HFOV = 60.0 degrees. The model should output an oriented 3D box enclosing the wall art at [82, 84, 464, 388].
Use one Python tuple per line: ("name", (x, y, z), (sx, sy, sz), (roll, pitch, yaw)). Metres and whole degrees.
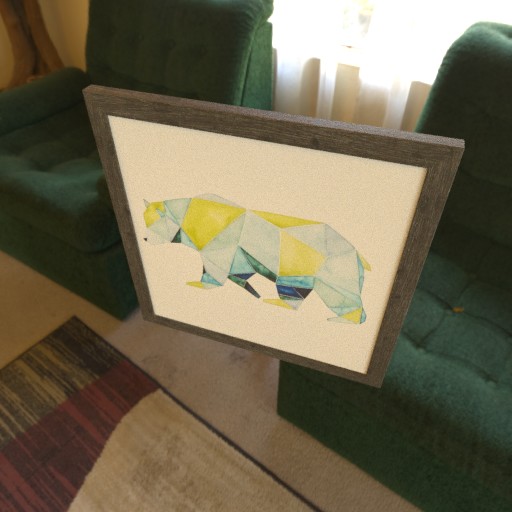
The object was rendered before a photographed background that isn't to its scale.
("wall art", (0.000, 0.000, 0.675), (0.462, 0.459, 0.027), (13, 44, 14))
